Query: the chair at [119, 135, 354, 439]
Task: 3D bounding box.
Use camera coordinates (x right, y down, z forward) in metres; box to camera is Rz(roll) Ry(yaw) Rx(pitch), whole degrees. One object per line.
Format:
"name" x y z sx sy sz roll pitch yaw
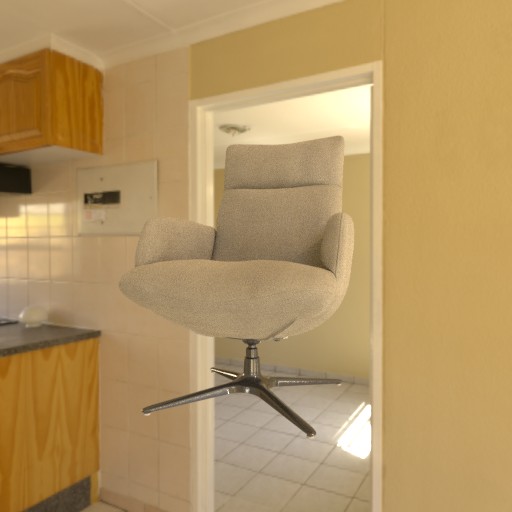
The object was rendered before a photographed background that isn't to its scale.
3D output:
"chair" 0.000 0.000 1.619 0.711 1.016 0.889 0 1 19
